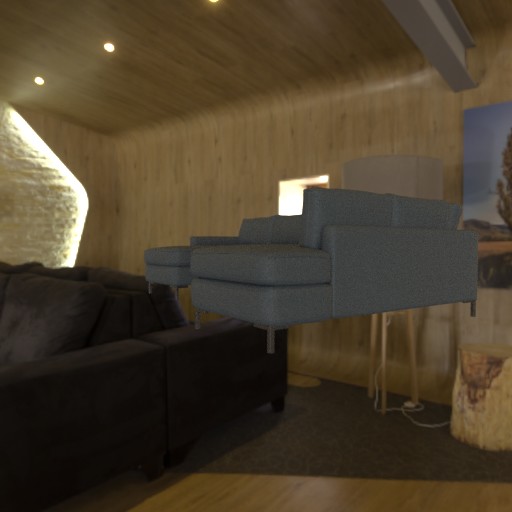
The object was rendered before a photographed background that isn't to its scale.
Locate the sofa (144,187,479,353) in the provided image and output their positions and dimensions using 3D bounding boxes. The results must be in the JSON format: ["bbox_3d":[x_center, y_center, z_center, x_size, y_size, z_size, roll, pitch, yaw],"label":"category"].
[{"bbox_3d":[0.000,0.000,3.847,1.984,0.858,2.975,-1,2,-35],"label":"sofa"}]
